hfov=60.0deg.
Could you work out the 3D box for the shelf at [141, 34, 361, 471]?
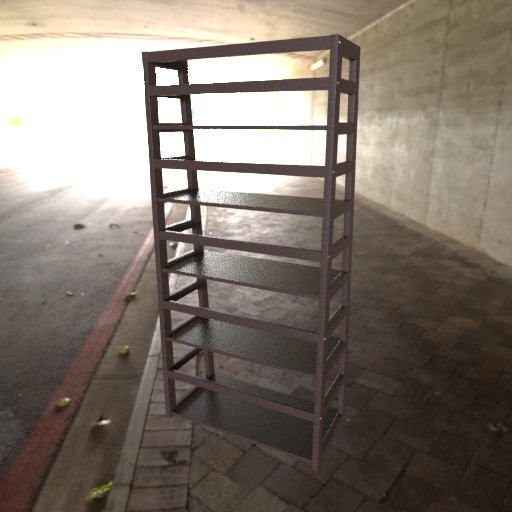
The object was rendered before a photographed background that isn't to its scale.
[{"bbox_3d":[0.000,0.000,1.895,0.763,1.600,0.403,8,19,26],"label":"shelf"}]
